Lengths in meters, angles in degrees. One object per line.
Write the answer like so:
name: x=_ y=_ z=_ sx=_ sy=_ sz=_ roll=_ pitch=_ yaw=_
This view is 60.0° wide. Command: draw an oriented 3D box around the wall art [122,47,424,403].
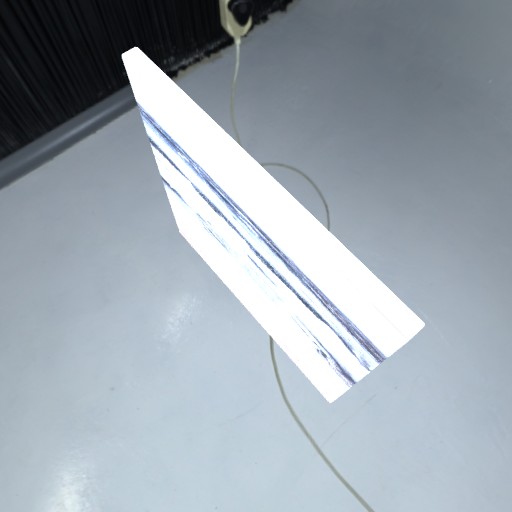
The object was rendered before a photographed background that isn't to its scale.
wall art: x=0.000 y=0.000 z=1.105 sx=0.065 sy=0.747 sz=0.755 roll=-38 pitch=70 yaw=-16
